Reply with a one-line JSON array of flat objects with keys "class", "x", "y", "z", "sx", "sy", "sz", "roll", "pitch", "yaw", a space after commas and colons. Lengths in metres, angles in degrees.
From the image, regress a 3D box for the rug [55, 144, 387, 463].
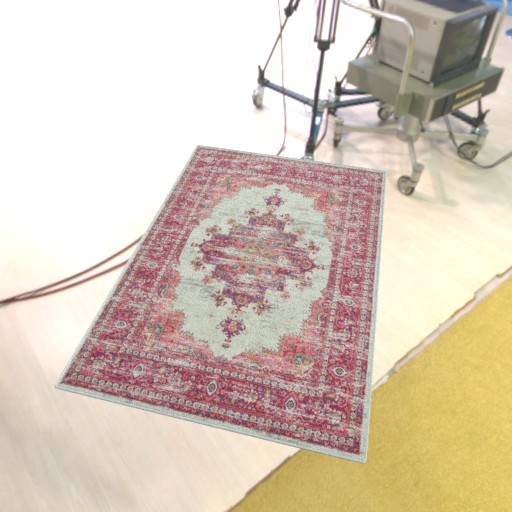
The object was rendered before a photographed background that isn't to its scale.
[{"class": "rug", "x": 0.000, "y": 0.000, "z": 2.839, "sx": 1.555, "sy": 0.011, "sz": 2.232, "roll": 10, "pitch": 48, "yaw": 9}]
